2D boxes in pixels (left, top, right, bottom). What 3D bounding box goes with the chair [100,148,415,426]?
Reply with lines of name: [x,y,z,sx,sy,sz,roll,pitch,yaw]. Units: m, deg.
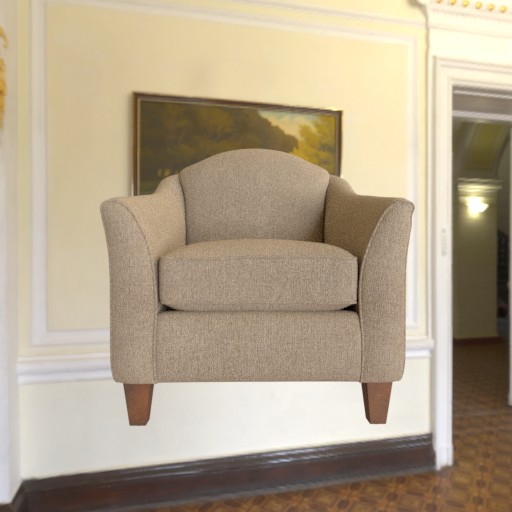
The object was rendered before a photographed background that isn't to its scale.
chair: [0.000,0.000,1.435,0.763,0.839,0.787,0,1,-1]
